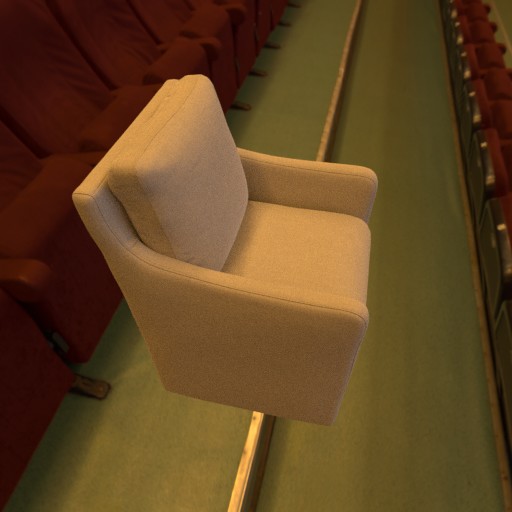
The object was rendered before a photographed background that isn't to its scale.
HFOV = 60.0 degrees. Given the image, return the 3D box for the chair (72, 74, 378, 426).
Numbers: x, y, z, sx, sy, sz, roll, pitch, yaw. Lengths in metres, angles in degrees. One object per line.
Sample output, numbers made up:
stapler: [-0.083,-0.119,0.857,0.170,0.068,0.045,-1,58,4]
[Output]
chair: [0.000,0.000,1.378,0.694,0.914,0.626,9,47,9]
